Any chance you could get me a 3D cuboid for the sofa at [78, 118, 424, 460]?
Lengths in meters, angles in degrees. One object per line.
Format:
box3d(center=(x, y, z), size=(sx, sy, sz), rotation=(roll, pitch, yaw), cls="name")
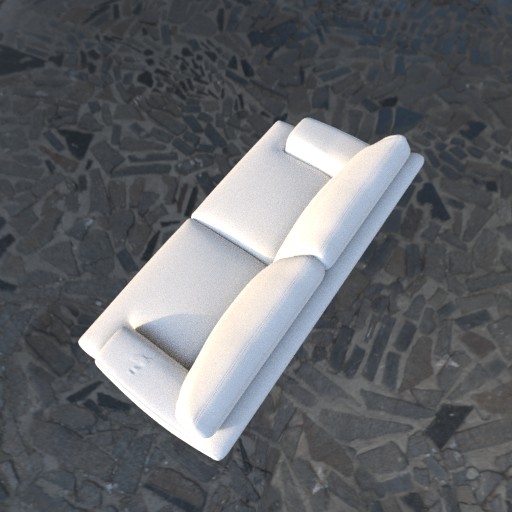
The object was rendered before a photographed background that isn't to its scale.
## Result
box3d(center=(0.000, 0.000, 2.854), size=(1.143, 0.940, 2.261), rotation=(33, 68, 15), cls="sofa")
